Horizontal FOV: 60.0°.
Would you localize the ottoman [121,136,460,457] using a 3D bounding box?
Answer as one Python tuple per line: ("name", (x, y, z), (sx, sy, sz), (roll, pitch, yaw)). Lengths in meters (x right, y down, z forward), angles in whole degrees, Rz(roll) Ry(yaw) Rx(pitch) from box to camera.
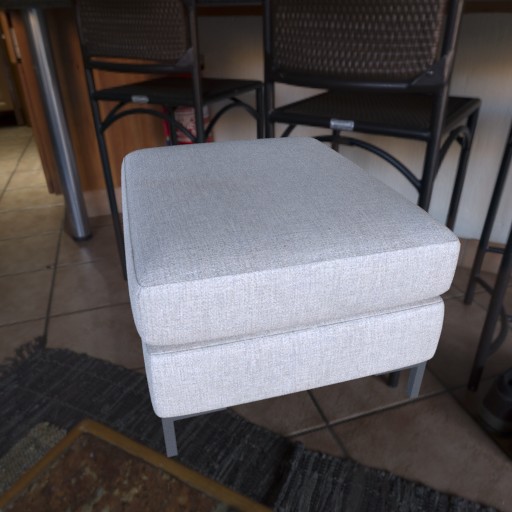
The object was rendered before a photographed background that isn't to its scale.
("ottoman", (0.000, 0.000, 1.230), (0.671, 0.490, 0.820), (-8, 31, -14))
